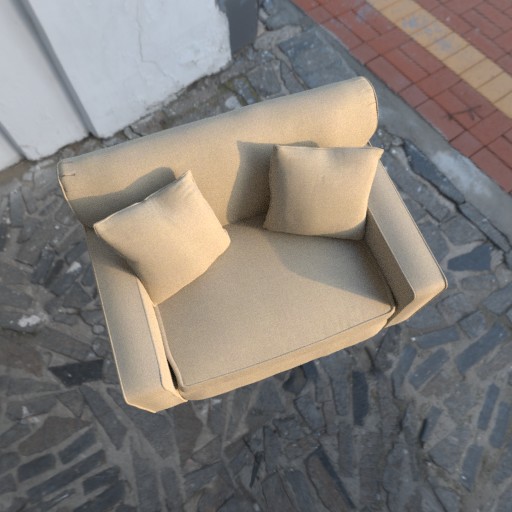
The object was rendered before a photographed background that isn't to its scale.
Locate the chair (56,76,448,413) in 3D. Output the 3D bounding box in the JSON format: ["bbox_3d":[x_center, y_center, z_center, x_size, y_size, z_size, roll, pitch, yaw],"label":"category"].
[{"bbox_3d":[0.000,0.000,2.054,1.383,0.948,1.000,-18,68,-8],"label":"chair"}]
